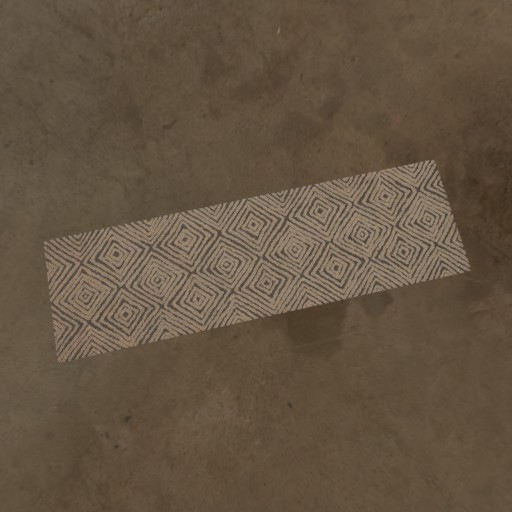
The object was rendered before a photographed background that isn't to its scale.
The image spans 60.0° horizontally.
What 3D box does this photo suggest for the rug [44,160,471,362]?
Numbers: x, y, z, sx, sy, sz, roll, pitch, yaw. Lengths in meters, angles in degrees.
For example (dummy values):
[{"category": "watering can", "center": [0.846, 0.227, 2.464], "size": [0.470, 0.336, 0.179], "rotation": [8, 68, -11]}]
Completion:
[{"category": "rug", "center": [0.000, 0.000, 2.456], "size": [2.277, 0.008, 0.676], "rotation": [-12, 78, -3]}]
